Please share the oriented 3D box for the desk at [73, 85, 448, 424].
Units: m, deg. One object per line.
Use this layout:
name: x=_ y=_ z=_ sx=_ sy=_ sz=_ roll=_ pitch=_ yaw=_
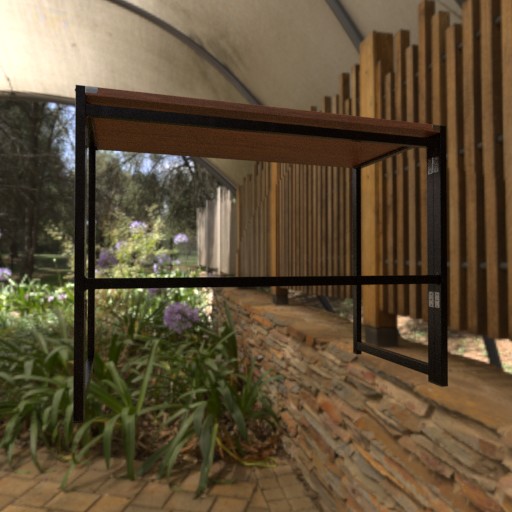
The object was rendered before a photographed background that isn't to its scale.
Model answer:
desk: x=0.000 y=0.000 z=1.386 sx=1.016 sy=0.762 sz=0.508 roll=0 pitch=-1 yaw=-17
